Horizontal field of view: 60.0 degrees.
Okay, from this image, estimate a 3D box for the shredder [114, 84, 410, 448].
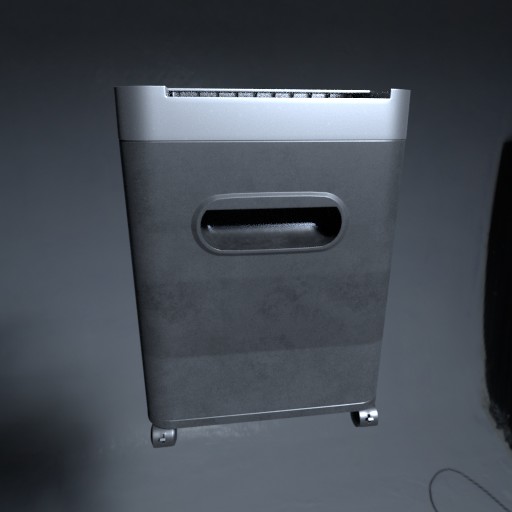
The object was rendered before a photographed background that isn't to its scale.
[{"bbox_3d":[0.000,0.000,0.599,0.311,0.419,0.237,-2,16,-8],"label":"shredder"}]
